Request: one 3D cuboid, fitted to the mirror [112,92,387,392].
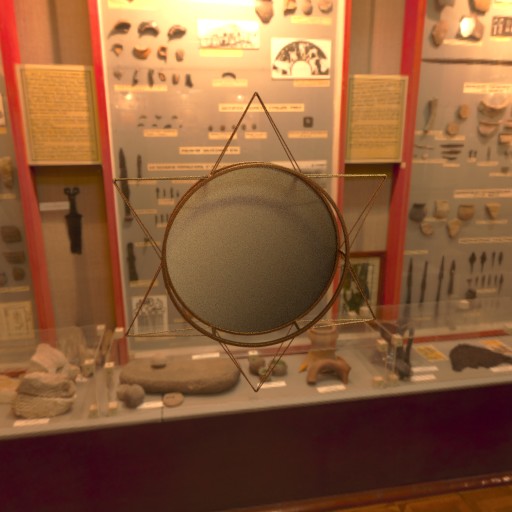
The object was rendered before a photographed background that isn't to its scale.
[{"bbox_3d":[0.000,0.000,0.833,0.498,0.581,0.062,-2,16,-9],"label":"mirror"}]
